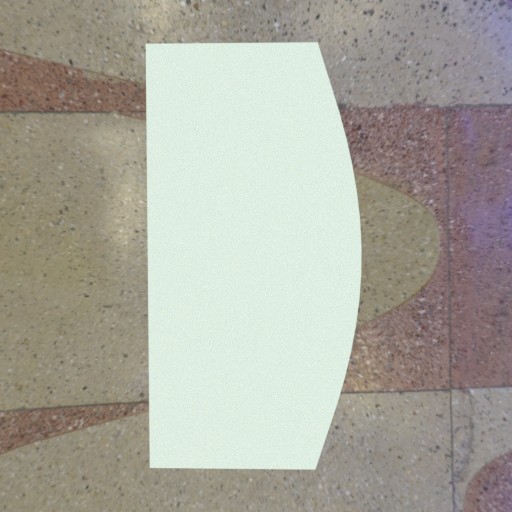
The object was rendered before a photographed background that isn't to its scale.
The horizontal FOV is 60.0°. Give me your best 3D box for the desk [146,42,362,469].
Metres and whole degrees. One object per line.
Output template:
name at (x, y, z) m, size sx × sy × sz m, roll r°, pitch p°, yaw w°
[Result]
desk at (0.000, 0.000, 2.037) m, size 0.802 × 0.750 × 1.600 m, roll 0°, pitch 92°, yaw 1°
